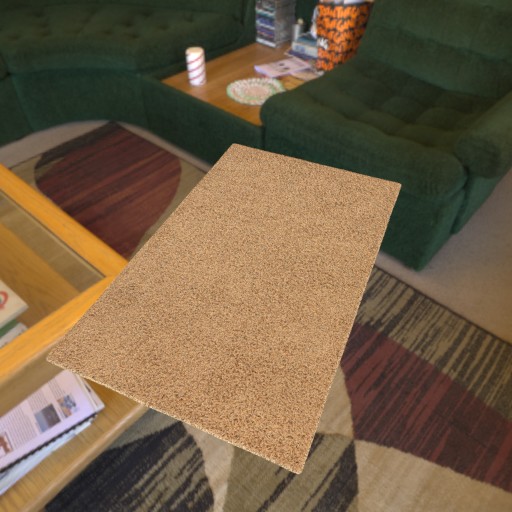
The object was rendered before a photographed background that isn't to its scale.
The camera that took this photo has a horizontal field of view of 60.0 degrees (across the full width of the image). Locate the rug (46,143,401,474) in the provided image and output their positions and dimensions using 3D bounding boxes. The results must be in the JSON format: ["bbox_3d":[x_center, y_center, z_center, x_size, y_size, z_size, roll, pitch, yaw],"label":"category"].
[{"bbox_3d":[0.000,0.000,3.053,1.524,0.030,2.438,18,48,16],"label":"rug"}]
